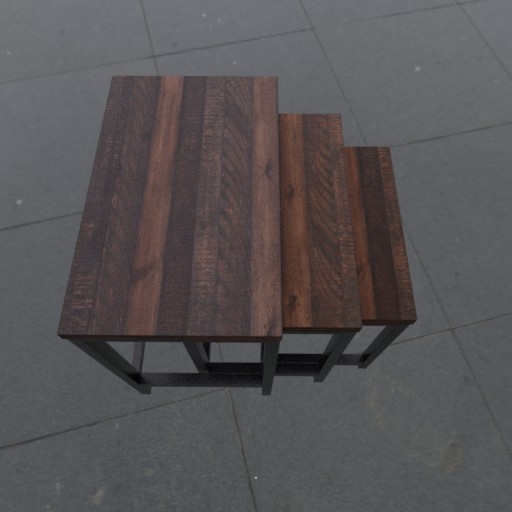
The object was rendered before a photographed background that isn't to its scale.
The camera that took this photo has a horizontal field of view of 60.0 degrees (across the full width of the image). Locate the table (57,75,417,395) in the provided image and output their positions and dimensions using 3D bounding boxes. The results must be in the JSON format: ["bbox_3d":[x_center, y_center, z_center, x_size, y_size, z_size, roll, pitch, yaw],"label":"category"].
[{"bbox_3d":[0.000,0.000,1.148,0.660,0.616,0.608,0,63,0],"label":"table"}]
